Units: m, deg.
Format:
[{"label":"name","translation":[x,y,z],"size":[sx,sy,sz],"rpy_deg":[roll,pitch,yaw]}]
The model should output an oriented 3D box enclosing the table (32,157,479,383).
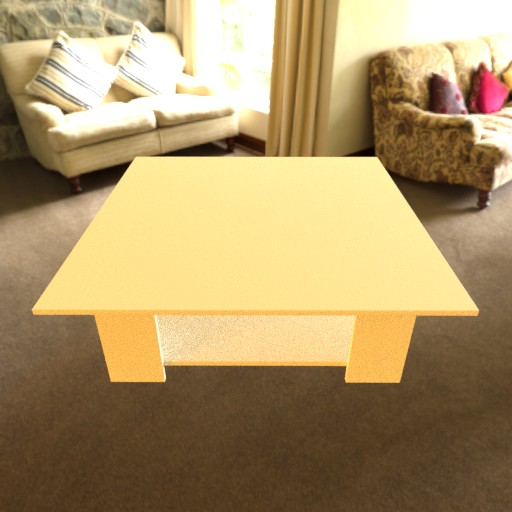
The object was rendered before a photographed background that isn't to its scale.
[{"label":"table","translation":[0.000,0.000,1.339],"size":[0.890,0.305,0.890],"rpy_deg":[0,32,0]}]
